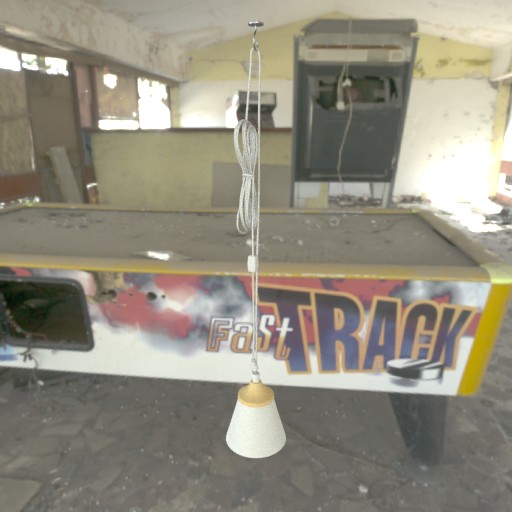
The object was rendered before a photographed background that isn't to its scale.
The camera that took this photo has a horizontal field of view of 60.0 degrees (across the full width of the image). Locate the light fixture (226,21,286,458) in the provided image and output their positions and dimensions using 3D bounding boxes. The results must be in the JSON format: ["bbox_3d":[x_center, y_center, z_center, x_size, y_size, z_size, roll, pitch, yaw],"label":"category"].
[{"bbox_3d":[0.000,0.000,1.014,0.153,0.966,0.153,-15,21,-43],"label":"light fixture"}]
